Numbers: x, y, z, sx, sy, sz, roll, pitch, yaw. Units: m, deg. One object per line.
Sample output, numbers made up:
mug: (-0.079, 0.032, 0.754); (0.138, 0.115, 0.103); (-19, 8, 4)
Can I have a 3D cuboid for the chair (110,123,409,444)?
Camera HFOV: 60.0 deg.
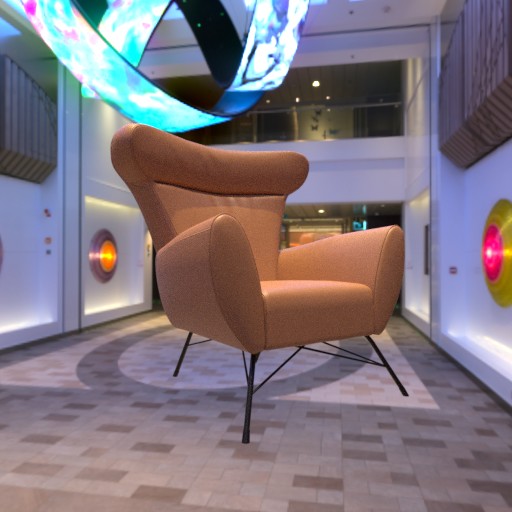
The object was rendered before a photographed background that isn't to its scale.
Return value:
chair: (0.000, 0.000, 1.801); (0.980, 1.050, 0.900); (0, 0, -36)
